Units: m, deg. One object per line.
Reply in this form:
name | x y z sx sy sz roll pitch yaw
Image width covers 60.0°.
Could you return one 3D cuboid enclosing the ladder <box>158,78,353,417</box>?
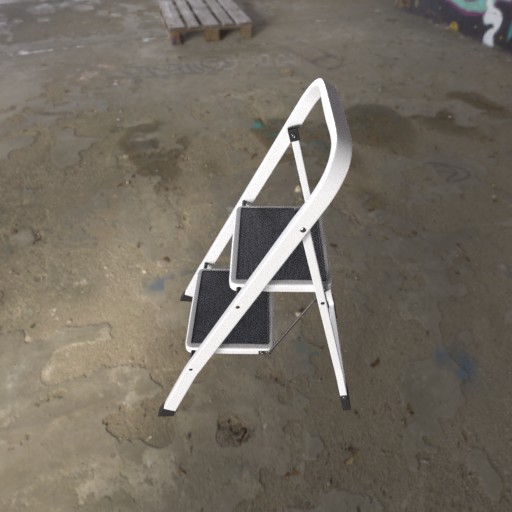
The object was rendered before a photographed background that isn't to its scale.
ladder | 0.000 0.000 1.140 0.544 0.810 0.460 1 42 1
